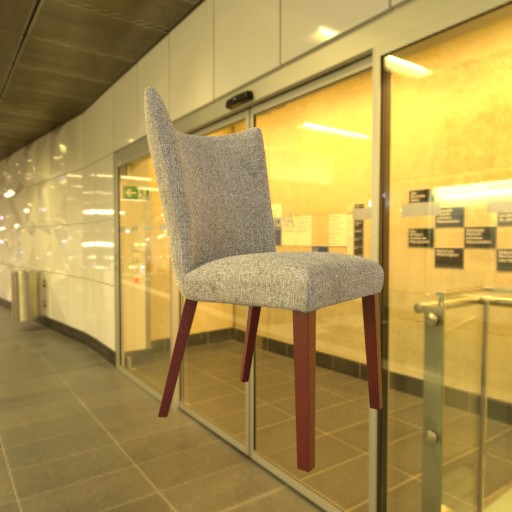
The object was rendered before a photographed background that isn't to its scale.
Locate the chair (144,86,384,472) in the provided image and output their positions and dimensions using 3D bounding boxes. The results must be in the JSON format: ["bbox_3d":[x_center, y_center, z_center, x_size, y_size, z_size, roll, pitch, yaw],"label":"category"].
[{"bbox_3d":[0.000,0.000,1.322,0.623,0.924,0.535,1,2,35],"label":"chair"}]
